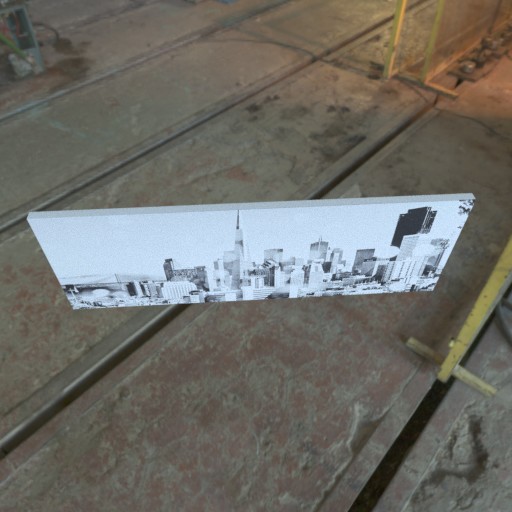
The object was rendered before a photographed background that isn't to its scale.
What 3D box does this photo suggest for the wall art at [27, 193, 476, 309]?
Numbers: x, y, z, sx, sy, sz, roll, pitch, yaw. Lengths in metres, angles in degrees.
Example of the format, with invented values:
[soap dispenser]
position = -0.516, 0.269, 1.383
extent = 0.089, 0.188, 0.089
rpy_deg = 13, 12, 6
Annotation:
[wall art]
position = 0.000, 0.000, 1.695
extent = 1.520, 0.507, 0.039
rpy_deg = -3, 47, -3
